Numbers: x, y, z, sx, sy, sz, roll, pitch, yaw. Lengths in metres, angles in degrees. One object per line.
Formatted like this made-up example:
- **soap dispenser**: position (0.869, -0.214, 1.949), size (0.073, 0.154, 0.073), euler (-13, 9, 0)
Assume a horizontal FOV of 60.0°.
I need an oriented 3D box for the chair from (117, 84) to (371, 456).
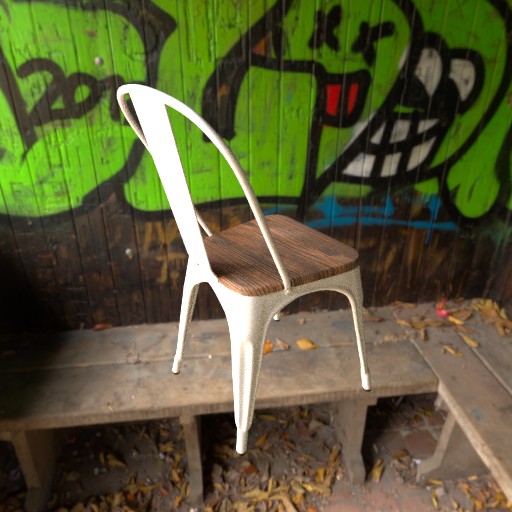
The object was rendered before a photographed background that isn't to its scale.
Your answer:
- **chair**: position (0.000, 0.000, 1.134), size (0.521, 0.851, 0.452), euler (-18, 33, -31)
